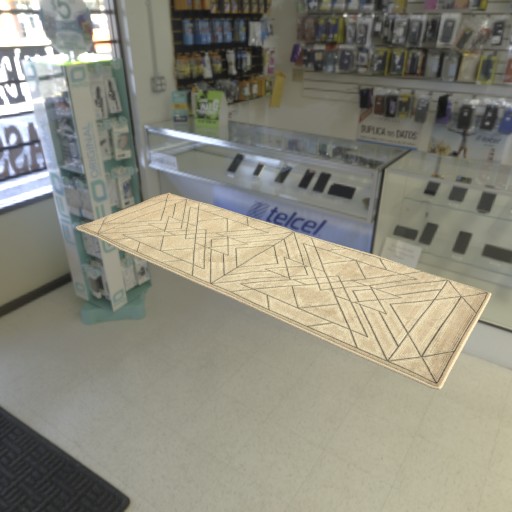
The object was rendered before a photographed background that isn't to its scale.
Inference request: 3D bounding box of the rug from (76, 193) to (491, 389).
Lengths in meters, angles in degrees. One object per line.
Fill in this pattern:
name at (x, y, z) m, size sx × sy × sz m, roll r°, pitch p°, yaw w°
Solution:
rug at (0.000, 0.000, 2.590) m, size 2.381 × 0.036 × 0.831 m, roll 20°, pitch 34°, yaw 32°
